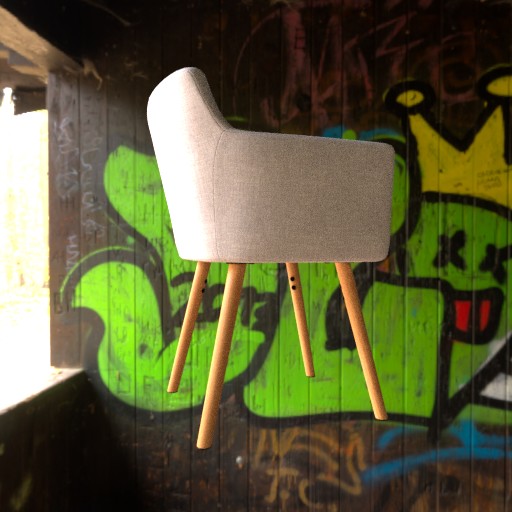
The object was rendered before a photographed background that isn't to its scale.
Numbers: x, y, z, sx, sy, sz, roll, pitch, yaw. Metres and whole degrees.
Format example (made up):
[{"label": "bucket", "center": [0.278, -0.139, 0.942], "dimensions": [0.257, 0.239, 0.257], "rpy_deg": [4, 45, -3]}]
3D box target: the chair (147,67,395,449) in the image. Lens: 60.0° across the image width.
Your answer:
[{"label": "chair", "center": [0.000, 0.000, 1.153], "dimensions": [0.540, 0.780, 0.570], "rpy_deg": [0, 1, -20]}]
